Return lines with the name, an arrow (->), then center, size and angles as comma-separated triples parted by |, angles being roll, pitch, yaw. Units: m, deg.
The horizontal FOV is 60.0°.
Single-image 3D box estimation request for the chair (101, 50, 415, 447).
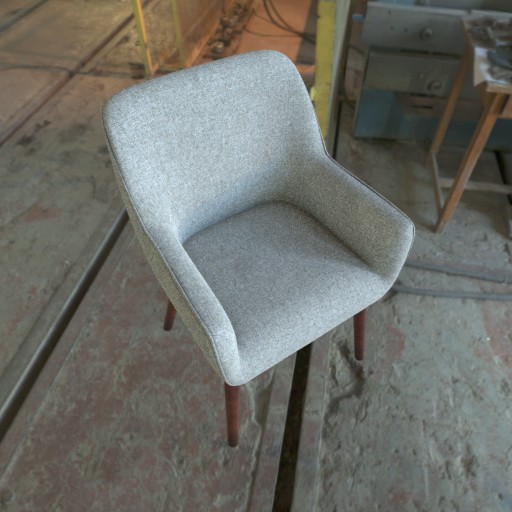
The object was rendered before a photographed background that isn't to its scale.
chair -> 0.000, 0.000, 1.137 | 0.543, 0.803, 0.519 | -27, 53, -22
